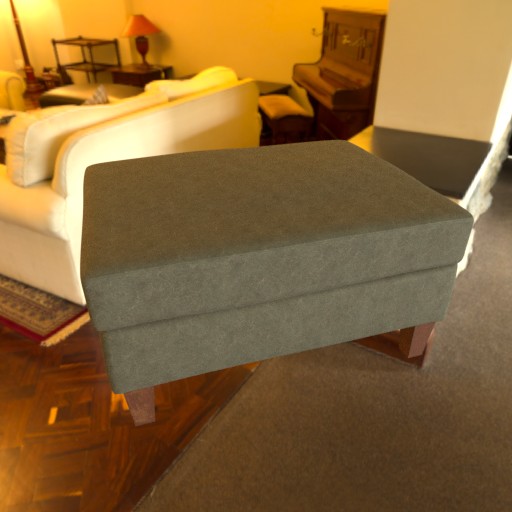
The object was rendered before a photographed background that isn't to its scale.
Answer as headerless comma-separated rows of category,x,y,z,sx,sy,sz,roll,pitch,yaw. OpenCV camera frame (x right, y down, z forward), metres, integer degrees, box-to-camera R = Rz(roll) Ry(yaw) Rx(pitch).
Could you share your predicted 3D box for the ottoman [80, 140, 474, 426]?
ottoman,0.000,0.000,1.226,0.839,0.464,0.639,-9,32,-15
